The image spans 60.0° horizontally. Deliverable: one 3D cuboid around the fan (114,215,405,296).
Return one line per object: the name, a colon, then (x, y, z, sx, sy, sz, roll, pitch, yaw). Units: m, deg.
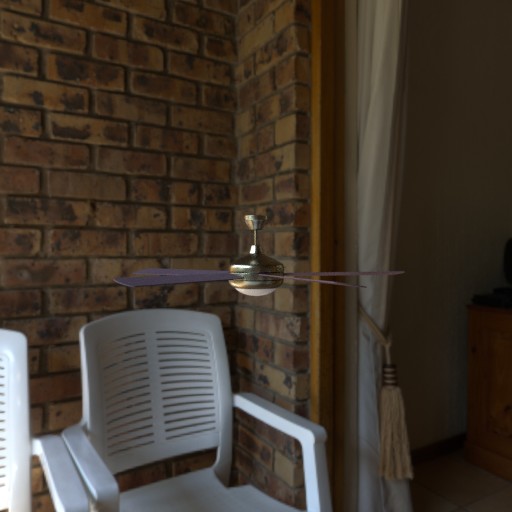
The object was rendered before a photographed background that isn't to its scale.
fan: (0.000, 0.000, 1.977, 1.321, 0.356, 1.321, -1, 1, -36)
